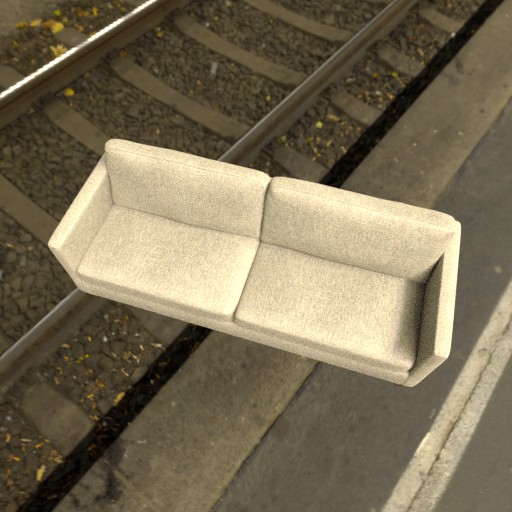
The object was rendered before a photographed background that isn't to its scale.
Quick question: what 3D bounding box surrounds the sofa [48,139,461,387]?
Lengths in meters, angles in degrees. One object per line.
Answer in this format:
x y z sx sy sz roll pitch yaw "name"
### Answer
0.000 0.000 2.961 2.434 0.951 0.948 15 61 9 "sofa"
